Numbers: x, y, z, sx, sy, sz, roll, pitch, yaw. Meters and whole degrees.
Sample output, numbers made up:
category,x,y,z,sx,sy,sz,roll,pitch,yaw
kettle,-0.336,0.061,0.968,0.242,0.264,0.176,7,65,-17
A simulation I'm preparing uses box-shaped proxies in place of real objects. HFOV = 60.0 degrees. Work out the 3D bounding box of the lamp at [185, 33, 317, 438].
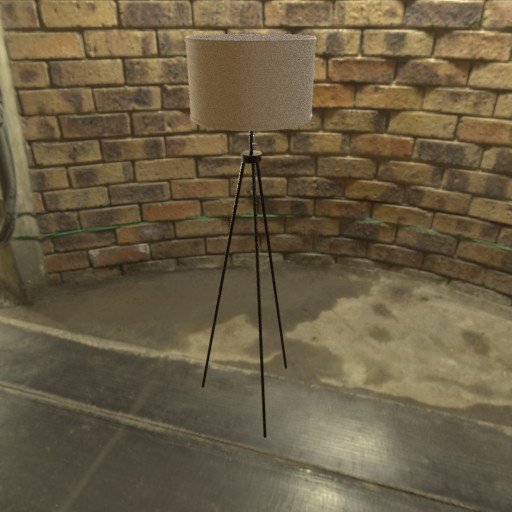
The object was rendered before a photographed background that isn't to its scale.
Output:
category,x,y,z,sx,sy,sz,roll,pitch,yaw
lamp,0.000,0.000,1.742,0.448,1.545,0.458,-11,31,-19
